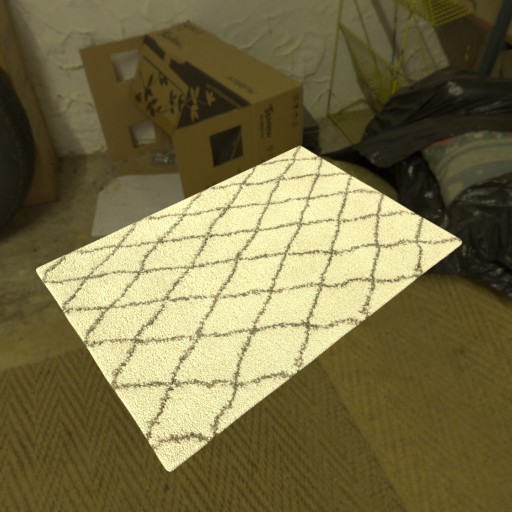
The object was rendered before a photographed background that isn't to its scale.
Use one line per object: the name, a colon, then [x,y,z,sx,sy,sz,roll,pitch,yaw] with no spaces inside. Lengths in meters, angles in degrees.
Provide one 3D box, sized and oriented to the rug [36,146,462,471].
rug: [0.000,0.000,2.227,1.778,0.030,1.219,-30,52,-27]
